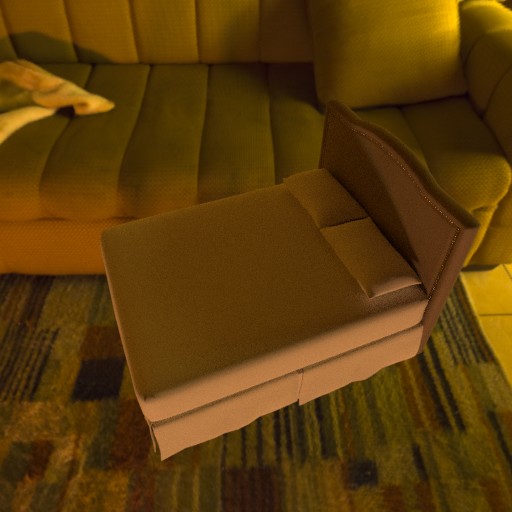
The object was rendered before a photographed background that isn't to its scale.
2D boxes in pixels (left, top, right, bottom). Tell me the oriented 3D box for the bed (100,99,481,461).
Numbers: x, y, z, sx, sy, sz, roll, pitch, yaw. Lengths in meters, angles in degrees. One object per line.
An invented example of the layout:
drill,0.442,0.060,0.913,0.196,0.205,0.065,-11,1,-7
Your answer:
bed,0.000,0.000,3.223,2.128,1.441,1.744,-16,48,-15
